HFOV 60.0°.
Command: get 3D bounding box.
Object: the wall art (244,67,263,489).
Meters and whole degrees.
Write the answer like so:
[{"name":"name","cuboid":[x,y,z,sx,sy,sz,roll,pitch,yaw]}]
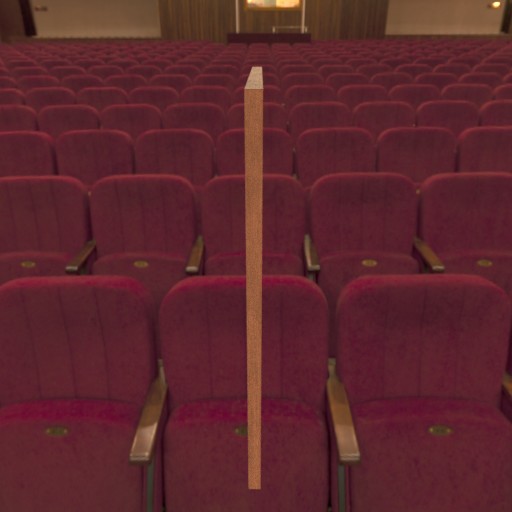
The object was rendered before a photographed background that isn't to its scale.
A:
[{"name":"wall art","cuboid":[0.000,0.000,0.808,0.020,0.613,0.481,0,26,1]}]
